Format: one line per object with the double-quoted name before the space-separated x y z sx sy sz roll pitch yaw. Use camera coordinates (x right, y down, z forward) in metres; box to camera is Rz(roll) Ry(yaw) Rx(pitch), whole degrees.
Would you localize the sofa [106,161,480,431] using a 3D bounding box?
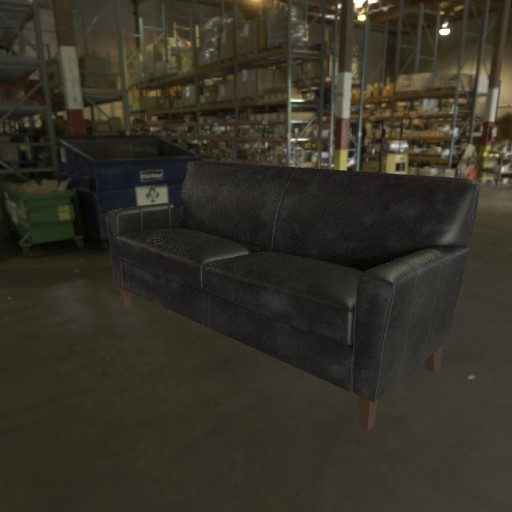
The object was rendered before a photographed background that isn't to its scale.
"sofa" 0.000 0.000 2.512 2.053 0.947 0.805 15 21 42
